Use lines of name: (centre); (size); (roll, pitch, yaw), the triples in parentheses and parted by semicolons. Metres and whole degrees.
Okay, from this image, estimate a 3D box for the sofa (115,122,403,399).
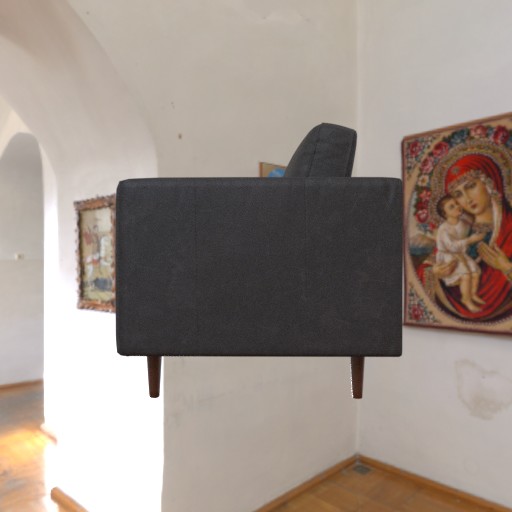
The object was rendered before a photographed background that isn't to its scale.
sofa: (0.000, 0.000, 2.017); (0.879, 0.899, 1.430); (0, 1, 1)
